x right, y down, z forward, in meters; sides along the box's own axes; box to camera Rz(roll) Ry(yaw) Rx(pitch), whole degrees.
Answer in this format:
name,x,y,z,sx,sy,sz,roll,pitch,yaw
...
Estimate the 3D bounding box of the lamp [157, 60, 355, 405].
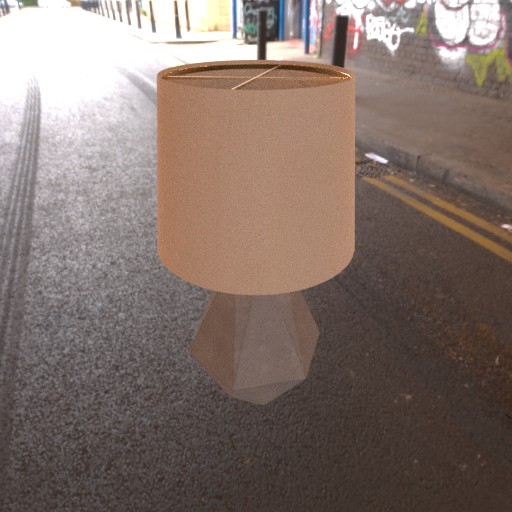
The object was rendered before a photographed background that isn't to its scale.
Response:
name,x,y,z,sx,sy,sz,roll,pitch,yaw
lamp,0.000,0.000,0.647,0.276,0.501,0.276,0,31,0
